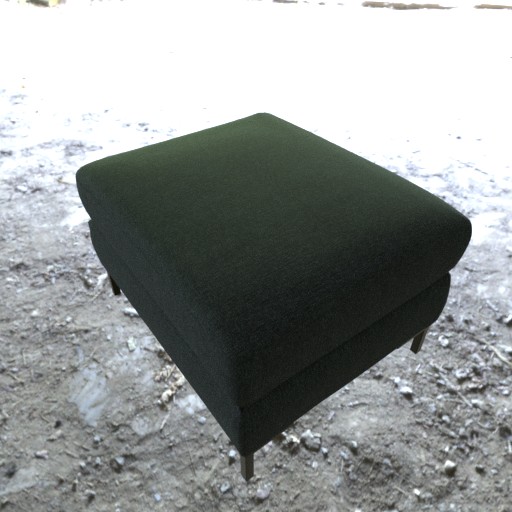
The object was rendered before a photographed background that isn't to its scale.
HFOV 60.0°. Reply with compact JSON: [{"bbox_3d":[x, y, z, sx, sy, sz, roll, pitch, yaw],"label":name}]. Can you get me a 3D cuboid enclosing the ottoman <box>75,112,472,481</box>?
[{"bbox_3d":[0.000,0.000,1.265,0.695,0.533,0.831,-25,46,-27],"label":"ottoman"}]
